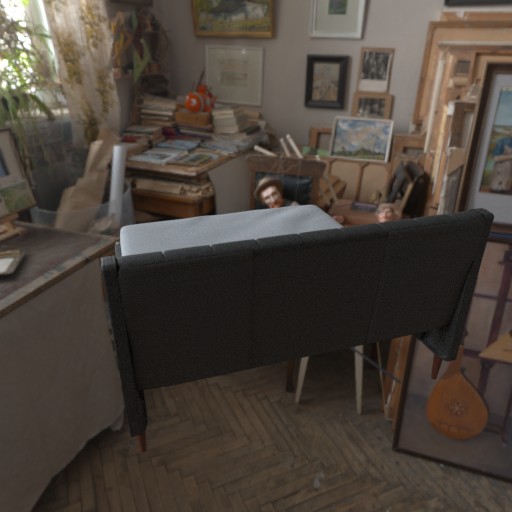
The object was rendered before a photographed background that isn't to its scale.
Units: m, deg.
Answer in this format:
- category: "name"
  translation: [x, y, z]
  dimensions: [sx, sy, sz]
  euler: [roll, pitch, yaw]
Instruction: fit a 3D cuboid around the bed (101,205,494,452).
- category: "bed"
  translation: [0.000, 0.000, 3.087]
  dimensions: [1.903, 1.158, 2.031]
  euler: [-8, 28, -16]
